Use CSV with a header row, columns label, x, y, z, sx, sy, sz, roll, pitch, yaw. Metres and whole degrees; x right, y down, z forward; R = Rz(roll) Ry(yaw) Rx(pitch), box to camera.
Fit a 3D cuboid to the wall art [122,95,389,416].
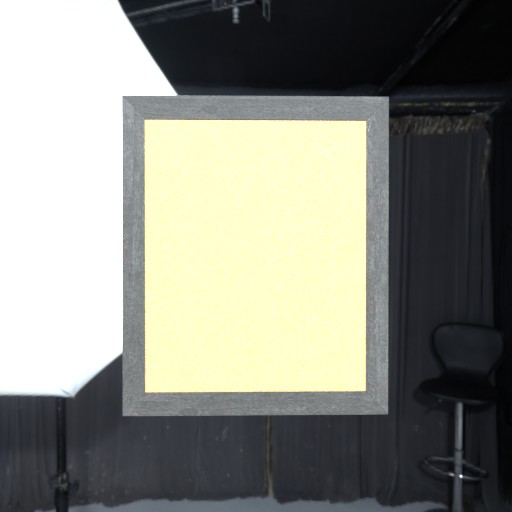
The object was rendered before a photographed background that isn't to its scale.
label,x,y,z,sx,sy,sz,roll,pitch,yaw
wall art,0.000,0.000,0.798,0.476,0.570,0.013,0,0,-1
